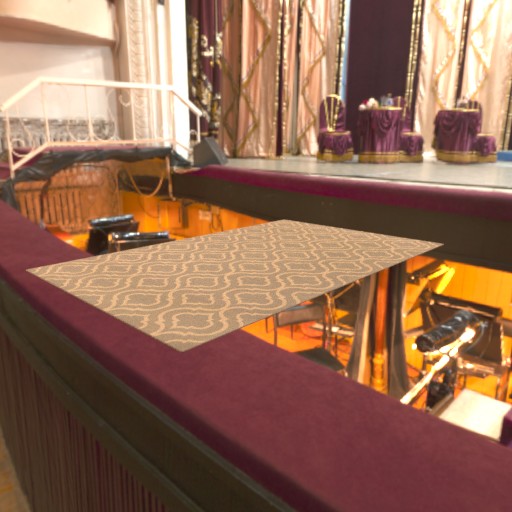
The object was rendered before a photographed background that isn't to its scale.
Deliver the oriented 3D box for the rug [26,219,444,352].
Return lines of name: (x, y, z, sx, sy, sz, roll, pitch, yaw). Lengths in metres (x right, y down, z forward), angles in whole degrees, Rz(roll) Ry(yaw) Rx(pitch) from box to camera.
rug: (0.000, 0.000, 2.177, 1.141, 0.015, 1.749, 14, 20, 42)
